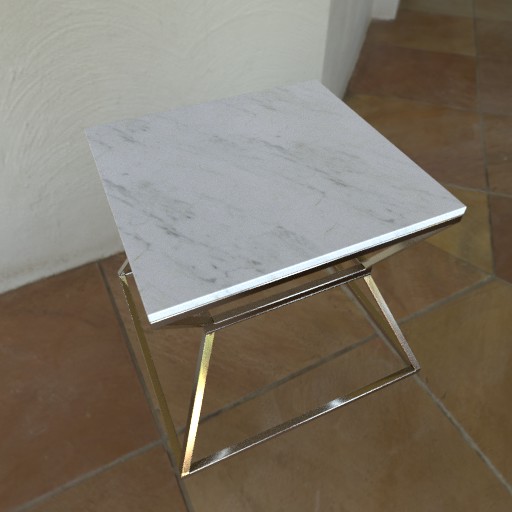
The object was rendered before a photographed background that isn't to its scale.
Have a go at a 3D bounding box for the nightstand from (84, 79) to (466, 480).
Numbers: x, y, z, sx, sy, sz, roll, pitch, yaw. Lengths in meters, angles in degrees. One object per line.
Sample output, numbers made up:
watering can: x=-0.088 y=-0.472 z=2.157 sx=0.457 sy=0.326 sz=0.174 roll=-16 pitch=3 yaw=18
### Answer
nightstand: x=0.000 y=0.000 z=0.853 sx=0.513 sy=0.426 sz=0.514 roll=-18 pitch=49 yaw=-16
